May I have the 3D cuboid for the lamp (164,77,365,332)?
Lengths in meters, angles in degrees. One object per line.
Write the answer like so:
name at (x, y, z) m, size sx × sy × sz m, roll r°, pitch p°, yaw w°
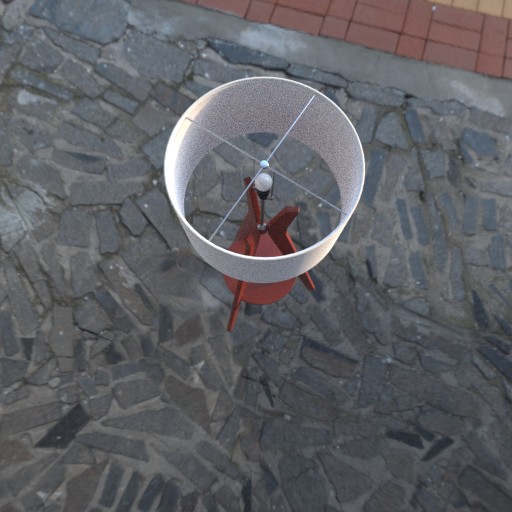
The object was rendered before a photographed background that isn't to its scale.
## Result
lamp at (0.000, 0.000, 1.744) m, size 0.539 × 1.472 × 0.542 m, roll 33°, pitch 77°, yaw 8°
